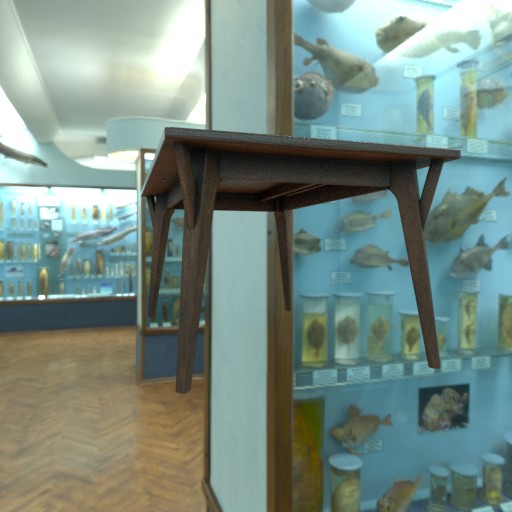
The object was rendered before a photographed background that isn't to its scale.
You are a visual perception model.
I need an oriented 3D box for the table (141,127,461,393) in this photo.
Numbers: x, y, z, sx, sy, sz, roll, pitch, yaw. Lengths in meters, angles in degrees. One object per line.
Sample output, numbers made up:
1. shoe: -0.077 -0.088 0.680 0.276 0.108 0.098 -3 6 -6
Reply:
1. table: 0.000 0.000 2.099 0.990 0.761 1.524 0 1 -17
